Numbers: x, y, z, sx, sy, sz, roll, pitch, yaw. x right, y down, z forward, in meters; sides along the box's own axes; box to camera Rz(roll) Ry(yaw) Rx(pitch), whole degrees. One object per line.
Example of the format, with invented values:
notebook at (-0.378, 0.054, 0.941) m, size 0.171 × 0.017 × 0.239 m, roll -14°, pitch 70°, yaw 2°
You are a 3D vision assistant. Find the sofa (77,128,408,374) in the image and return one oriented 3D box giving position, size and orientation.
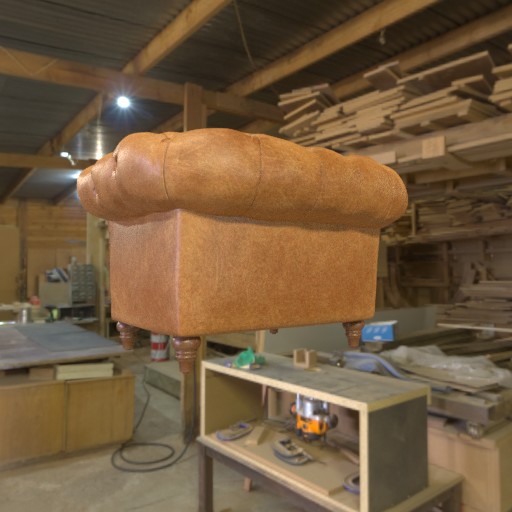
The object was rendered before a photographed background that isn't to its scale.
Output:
sofa at (0.000, 0.000, 2.030) m, size 1.405 × 0.878 × 1.033 m, roll 1°, pitch -2°, yaw -37°
